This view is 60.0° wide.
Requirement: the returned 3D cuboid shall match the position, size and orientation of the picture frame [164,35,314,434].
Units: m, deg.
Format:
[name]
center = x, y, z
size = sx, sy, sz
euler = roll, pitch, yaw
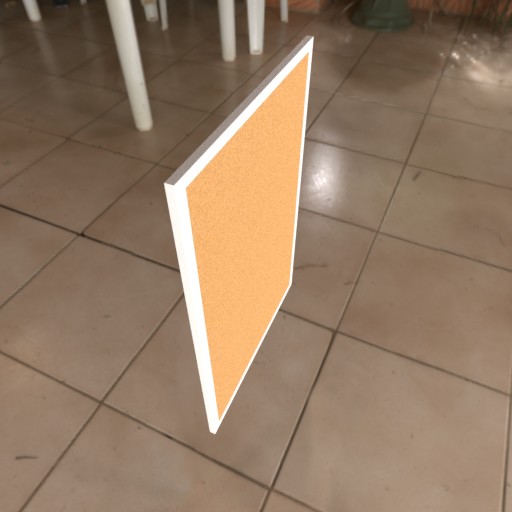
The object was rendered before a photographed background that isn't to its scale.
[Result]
[picture frame]
center = 0.000, 0.000, 0.854
size = 0.013, 0.657, 0.457
euler = 18, 49, 16
